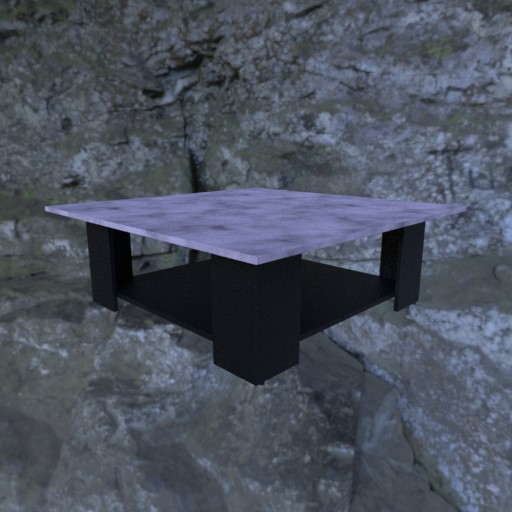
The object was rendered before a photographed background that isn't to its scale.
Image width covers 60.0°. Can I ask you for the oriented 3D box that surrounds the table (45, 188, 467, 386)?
[{"bbox_3d":[0.000,0.000,1.358,0.890,0.305,0.890,13,19,43],"label":"table"}]
